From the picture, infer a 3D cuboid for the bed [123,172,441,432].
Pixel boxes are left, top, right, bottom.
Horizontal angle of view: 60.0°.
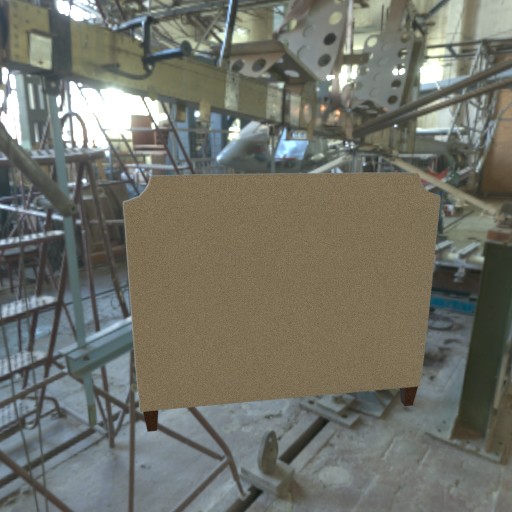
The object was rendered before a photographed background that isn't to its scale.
[{"bbox_3d":[0.000,0.000,3.561,1.713,1.443,2.372,-2,14,-9],"label":"bed"}]
